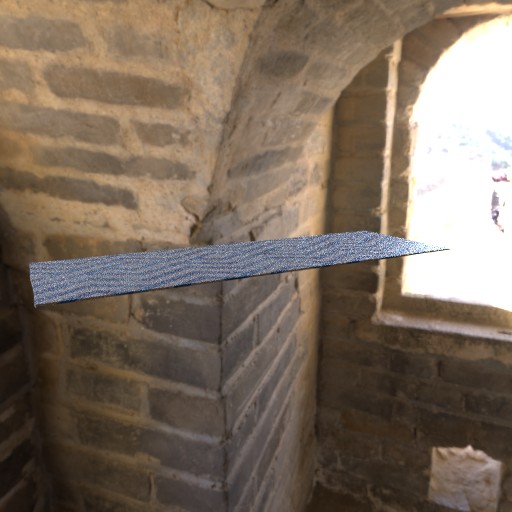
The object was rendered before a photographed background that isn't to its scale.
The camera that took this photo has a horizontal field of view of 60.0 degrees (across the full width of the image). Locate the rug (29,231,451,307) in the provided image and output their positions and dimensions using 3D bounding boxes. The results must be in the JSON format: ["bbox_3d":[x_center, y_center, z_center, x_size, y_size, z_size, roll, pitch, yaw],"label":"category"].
[{"bbox_3d":[0.000,0.000,1.640,1.492,0.007,0.503,-7,14,-27],"label":"rug"}]
